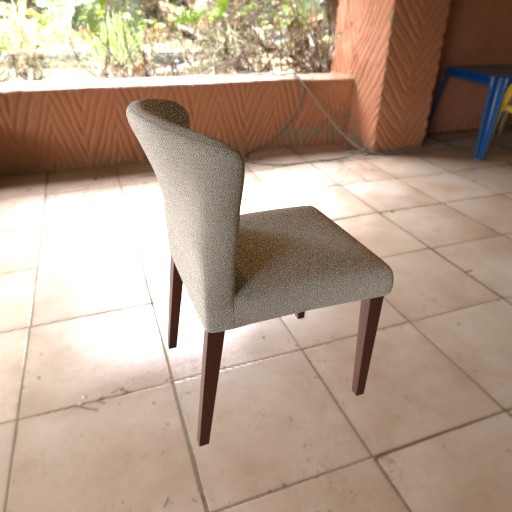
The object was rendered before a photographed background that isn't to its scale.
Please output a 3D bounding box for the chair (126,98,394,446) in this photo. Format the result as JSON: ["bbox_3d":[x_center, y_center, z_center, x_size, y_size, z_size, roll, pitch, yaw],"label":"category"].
[{"bbox_3d":[0.000,0.000,1.233,0.589,0.839,0.491,-10,31,-18],"label":"chair"}]
